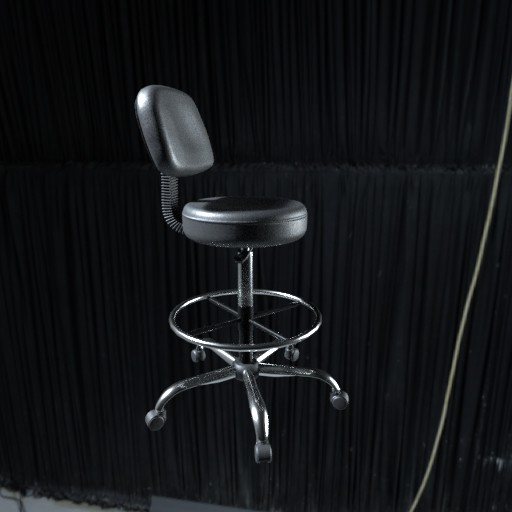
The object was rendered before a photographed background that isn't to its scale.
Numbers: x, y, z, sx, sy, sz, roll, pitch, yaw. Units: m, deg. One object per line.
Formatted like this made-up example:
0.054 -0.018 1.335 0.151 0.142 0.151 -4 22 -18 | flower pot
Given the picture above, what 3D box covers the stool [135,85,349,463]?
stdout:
0.000 0.000 1.477 0.658 1.069 0.694 3 15 10 | stool
